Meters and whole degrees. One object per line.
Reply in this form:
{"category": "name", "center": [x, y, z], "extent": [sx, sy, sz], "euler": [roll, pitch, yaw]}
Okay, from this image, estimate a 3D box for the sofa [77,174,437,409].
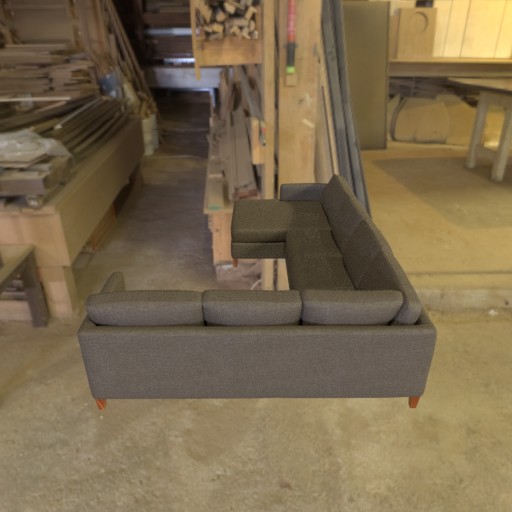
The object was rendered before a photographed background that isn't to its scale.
{"category": "sofa", "center": [0.000, 0.000, 4.753], "extent": [2.594, 0.961, 3.460], "euler": [0, 27, 0]}
